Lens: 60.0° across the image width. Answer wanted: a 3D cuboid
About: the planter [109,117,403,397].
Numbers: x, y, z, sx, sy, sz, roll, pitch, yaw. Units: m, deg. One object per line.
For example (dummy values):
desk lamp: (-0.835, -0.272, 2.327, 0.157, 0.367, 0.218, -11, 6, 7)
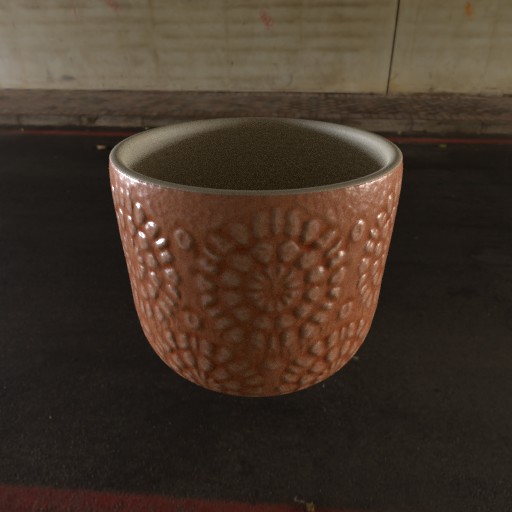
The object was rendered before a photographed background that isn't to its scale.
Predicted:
planter: (0.000, 0.000, 0.217, 0.124, 0.109, 0.124, 0, 28, 0)
